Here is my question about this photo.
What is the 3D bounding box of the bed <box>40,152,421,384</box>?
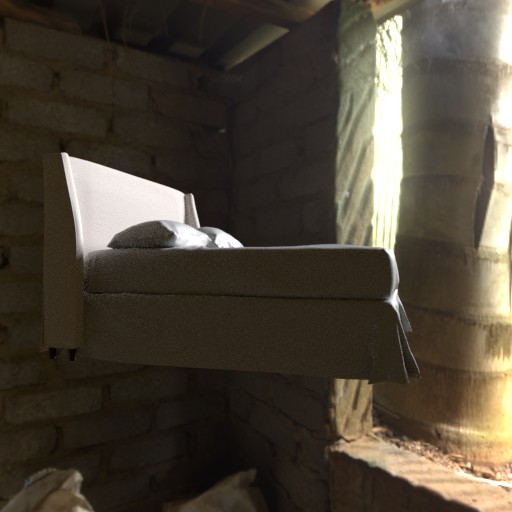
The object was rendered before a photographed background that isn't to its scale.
[{"bbox_3d":[0.000,0.000,3.369,2.276,1.332,1.925,0,-1,18],"label":"bed"}]
